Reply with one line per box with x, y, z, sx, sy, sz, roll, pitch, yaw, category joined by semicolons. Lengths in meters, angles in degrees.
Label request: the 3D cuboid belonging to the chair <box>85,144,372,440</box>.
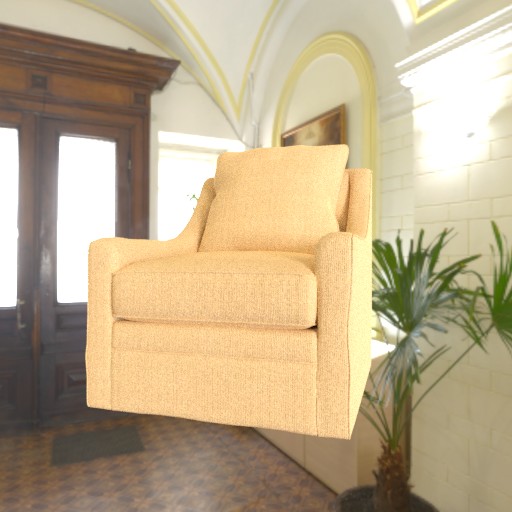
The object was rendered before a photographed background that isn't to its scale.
0.000;0.000;1.564;0.760;0.927;0.876;0;0;18;chair
